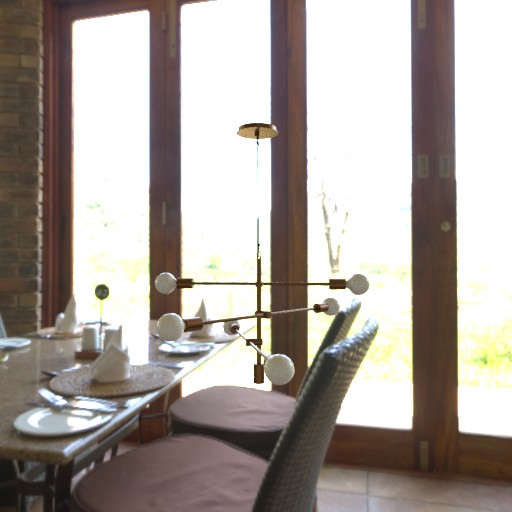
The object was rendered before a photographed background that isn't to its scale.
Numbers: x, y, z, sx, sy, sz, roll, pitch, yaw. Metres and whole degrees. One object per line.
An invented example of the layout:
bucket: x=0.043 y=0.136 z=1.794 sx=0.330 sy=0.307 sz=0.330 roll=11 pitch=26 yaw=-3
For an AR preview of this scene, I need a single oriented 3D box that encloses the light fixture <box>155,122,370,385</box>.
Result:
light fixture: x=0.000 y=0.000 z=1.296 sx=0.637 sy=0.744 sz=0.682 roll=0 pitch=-1 yaw=17
